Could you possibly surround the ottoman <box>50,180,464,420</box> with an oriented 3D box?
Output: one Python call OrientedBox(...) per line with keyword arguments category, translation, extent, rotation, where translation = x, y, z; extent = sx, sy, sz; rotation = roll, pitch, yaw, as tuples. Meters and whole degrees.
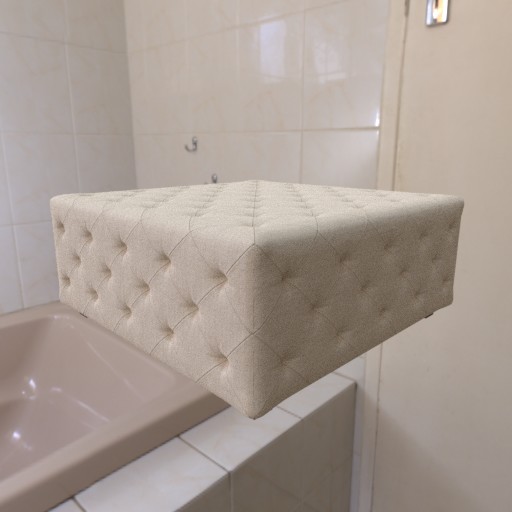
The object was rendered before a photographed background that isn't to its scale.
OrientedBox(category="ottoman", translation=(0.000, 0.000, 1.575), extent=(1.028, 0.439, 1.028), rotation=(-13, 19, -43))
